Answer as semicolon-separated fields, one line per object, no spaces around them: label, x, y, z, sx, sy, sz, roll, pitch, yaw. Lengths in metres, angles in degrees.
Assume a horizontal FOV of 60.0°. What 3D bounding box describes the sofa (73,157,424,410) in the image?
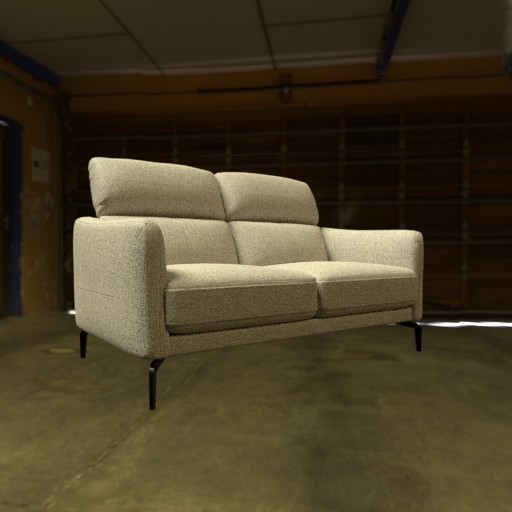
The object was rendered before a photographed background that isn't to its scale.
sofa;0.000;0.000;2.132;1.540;0.950;0.905;0;1;-36
